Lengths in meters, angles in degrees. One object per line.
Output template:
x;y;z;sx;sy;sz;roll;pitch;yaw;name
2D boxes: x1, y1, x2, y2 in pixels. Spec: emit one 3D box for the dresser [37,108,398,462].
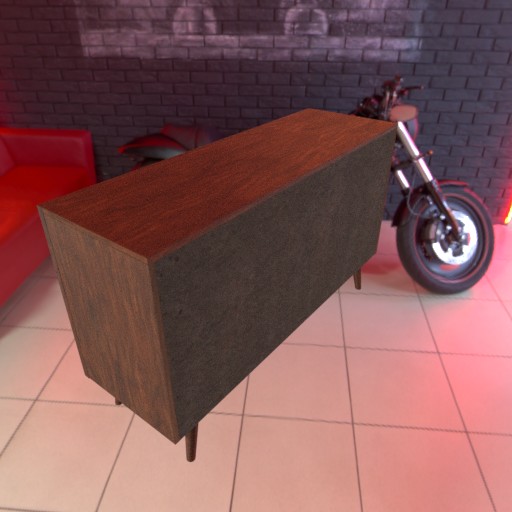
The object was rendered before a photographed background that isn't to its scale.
0.000;0.000;1.885;0.500;0.889;1.472;22;38;31;dresser
